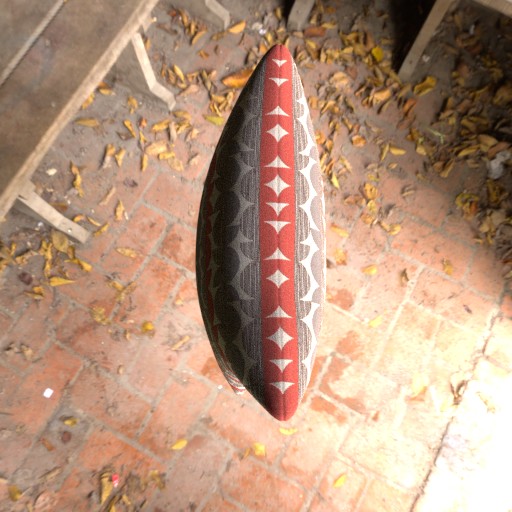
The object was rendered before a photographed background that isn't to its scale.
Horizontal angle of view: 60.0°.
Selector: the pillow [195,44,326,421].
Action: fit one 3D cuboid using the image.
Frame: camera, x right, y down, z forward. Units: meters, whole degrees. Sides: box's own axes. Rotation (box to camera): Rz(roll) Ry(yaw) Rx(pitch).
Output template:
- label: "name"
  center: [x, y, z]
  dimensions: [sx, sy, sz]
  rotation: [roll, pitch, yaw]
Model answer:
- label: "pillow"
  center: [0.000, 0.000, 0.656]
  dimensions: [0.180, 0.410, 0.420]
  rotation: [0, 76, 0]
